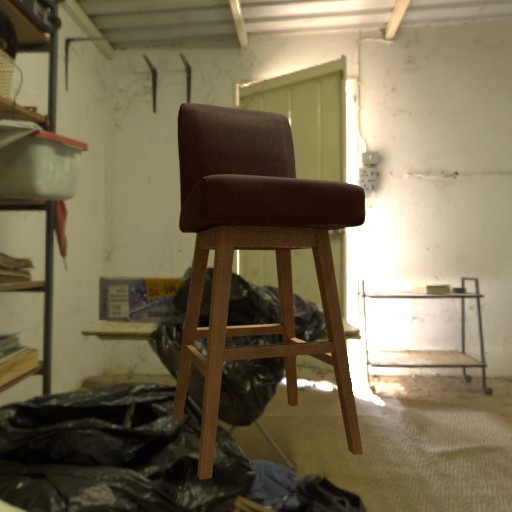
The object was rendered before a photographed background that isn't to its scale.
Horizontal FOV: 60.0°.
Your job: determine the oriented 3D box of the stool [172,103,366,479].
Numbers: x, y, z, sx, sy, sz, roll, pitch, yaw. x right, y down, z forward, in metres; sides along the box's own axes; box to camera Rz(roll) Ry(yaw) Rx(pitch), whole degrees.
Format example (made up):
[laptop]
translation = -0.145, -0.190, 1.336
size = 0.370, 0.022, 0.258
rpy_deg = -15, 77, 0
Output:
[stool]
translation = 0.000, 0.000, 1.386
size = 0.468, 1.093, 0.562
rpy_deg = 0, -1, -19
